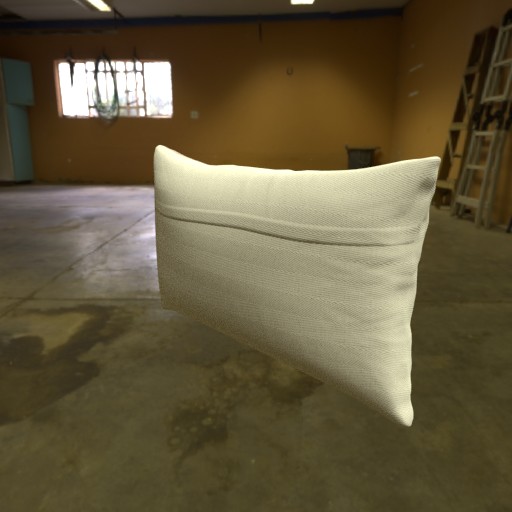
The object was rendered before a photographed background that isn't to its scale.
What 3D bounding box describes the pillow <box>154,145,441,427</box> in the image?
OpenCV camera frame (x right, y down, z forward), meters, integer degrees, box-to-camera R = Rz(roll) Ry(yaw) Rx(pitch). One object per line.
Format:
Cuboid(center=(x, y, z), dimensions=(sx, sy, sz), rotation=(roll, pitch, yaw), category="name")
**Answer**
Cuboid(center=(0.000, 0.000, 0.637), dimensions=(0.139, 0.305, 0.506), rotation=(-14, 20, -42), category="pillow")
